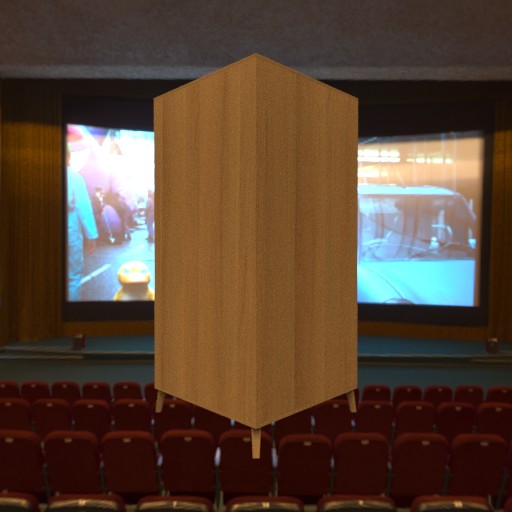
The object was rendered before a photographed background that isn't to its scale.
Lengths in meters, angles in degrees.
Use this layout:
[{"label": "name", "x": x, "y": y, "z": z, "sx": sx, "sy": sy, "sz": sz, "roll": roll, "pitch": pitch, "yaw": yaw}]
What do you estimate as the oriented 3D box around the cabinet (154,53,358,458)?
[{"label": "cabinet", "x": 0.000, "y": 0.000, "z": 2.621, "sx": 1.272, "sy": 1.957, "sz": 0.969, "roll": 0, "pitch": 1, "yaw": 0}]
